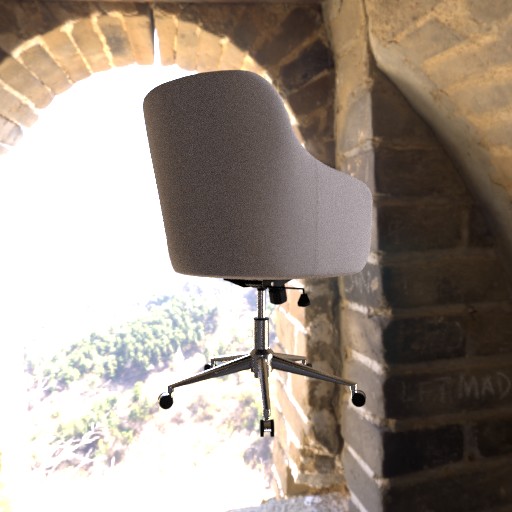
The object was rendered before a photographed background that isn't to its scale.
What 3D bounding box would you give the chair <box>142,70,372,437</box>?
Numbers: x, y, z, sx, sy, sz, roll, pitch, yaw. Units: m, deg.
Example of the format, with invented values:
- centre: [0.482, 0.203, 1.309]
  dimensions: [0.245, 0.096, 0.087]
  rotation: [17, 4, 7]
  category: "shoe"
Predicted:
- centre: [0.000, 0.000, 1.267]
  dimensions: [0.602, 0.819, 0.647]
  rotation: [1, 1, 35]
  category: "chair"
